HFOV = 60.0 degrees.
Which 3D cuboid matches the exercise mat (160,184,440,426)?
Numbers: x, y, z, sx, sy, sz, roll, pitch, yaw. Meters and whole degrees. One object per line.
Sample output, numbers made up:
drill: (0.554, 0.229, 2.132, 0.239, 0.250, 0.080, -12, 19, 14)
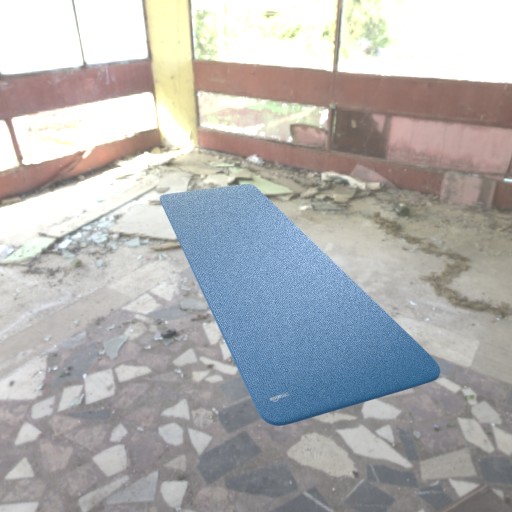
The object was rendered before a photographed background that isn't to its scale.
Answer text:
exercise mat: (0.000, 0.000, 2.081, 0.616, 0.021, 1.869, -10, 31, -17)
